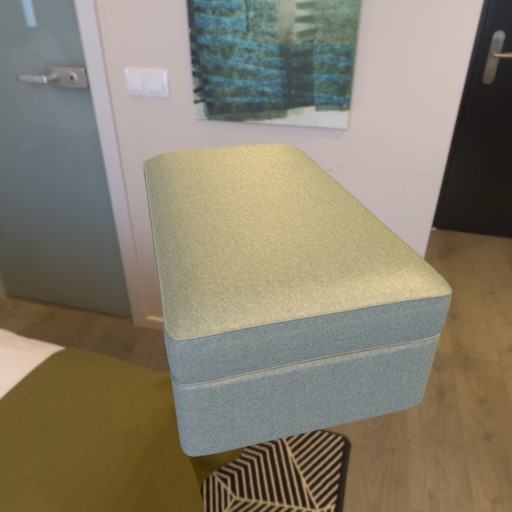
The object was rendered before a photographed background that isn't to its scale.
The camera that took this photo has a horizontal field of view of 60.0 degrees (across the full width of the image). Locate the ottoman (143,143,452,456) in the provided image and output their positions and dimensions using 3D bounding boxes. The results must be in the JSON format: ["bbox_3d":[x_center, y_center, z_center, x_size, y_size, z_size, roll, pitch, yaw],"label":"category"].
[{"bbox_3d":[0.000,0.000,1.538,0.681,0.494,1.173,-8,32,-13],"label":"ottoman"}]
